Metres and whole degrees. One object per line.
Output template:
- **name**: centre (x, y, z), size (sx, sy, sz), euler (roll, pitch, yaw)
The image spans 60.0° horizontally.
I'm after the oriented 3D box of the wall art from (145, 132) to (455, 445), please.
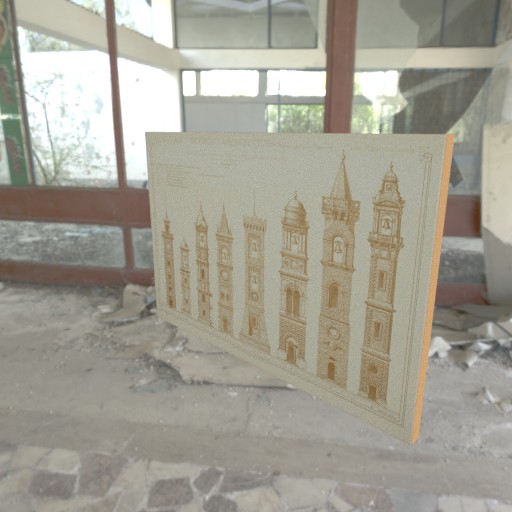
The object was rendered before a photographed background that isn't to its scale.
- **wall art**: centre (0.000, 0.000, 1.134), size (0.915, 0.608, 0.033), euler (15, 22, 42)
